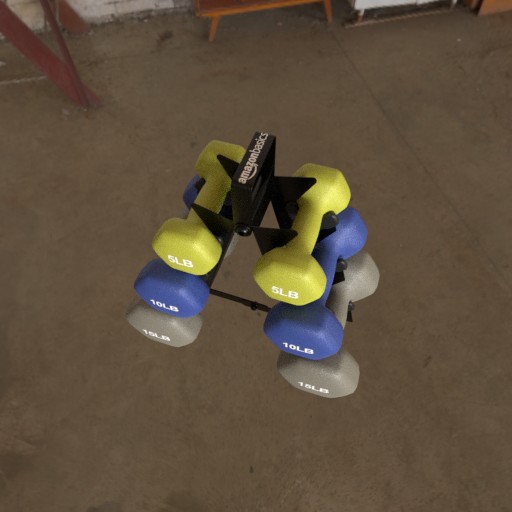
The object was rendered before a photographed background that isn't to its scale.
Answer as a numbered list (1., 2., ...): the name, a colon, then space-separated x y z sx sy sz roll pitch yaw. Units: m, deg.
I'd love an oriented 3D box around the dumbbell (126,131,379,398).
1. dumbbell: 0.000 0.000 0.698 0.416 0.426 0.261 16 59 10
